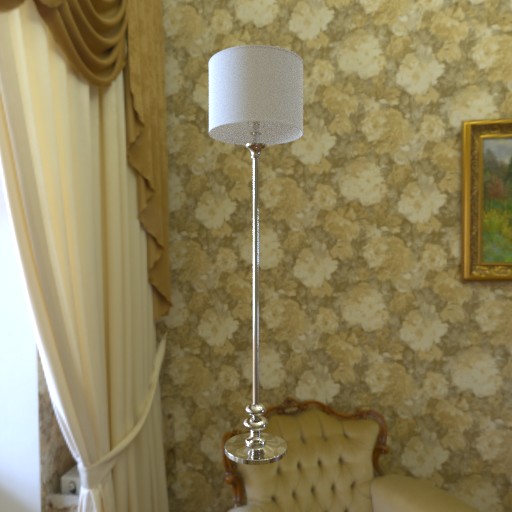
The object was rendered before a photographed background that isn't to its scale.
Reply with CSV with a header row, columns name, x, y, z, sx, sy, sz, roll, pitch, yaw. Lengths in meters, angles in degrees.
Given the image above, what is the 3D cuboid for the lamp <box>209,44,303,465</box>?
name,x,y,z,sx,sy,sz,roll,pitch,yaw
lamp,0.000,0.000,1.688,0.356,1.487,0.356,-1,1,-36
